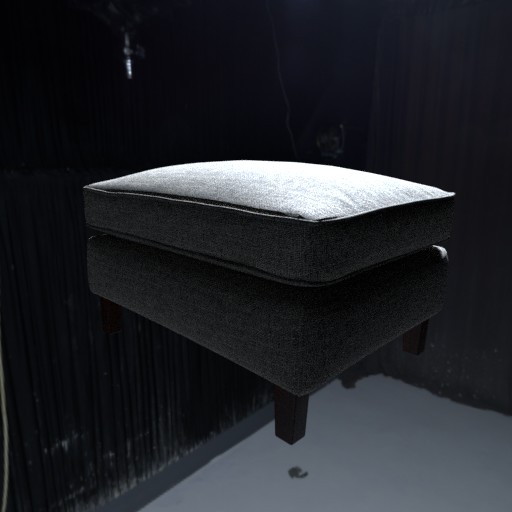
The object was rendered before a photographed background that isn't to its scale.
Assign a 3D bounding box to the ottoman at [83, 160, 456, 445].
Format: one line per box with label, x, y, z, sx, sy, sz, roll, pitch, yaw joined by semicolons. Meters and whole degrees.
ottoman;0.000;0.000;0.972;0.508;0.406;0.686;-14;19;-43
